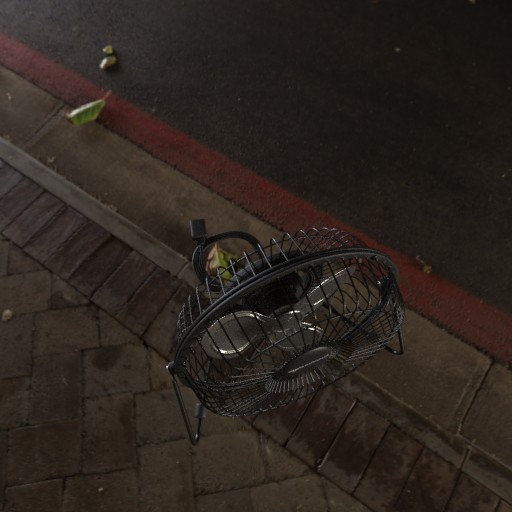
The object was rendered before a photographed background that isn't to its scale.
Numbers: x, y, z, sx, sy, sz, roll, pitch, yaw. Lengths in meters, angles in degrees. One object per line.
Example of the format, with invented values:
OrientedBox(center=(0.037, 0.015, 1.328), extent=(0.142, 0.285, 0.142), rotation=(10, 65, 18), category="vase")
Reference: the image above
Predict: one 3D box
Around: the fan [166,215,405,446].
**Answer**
OrientedBox(center=(0.000, 0.000, 0.374), extent=(0.209, 0.188, 0.227), rotation=(-20, 64, -10), category="fan")
